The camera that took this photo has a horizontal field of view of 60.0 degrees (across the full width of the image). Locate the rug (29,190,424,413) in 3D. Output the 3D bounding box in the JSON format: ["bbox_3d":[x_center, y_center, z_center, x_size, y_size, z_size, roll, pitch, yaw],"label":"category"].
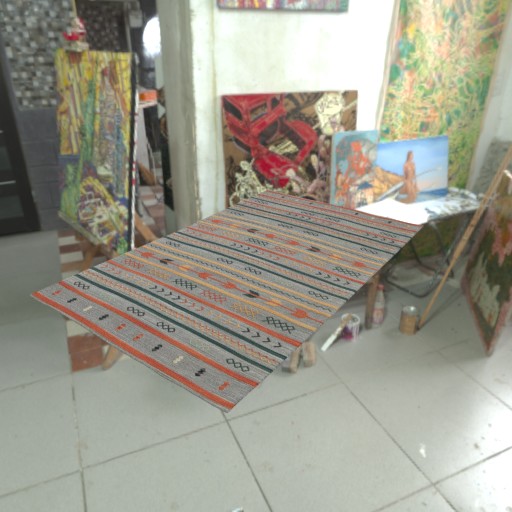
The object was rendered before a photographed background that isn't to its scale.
[{"bbox_3d":[0.000,0.000,3.078,1.537,0.029,2.439,18,32,32],"label":"rug"}]
